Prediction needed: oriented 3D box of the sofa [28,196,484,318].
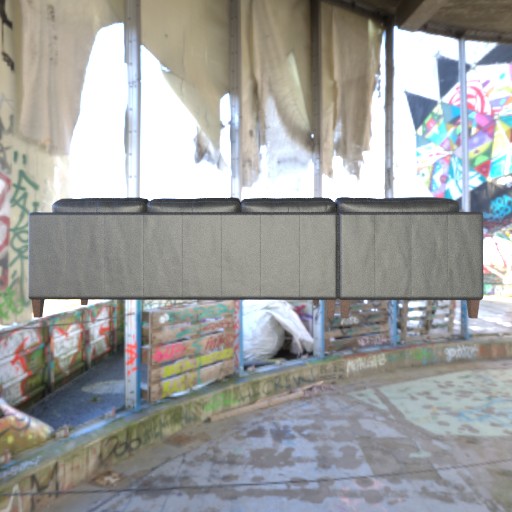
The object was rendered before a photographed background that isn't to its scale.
[{"bbox_3d":[0.000,0.000,3.888,3.203,0.883,1.581,0,0,1],"label":"sofa"}]
